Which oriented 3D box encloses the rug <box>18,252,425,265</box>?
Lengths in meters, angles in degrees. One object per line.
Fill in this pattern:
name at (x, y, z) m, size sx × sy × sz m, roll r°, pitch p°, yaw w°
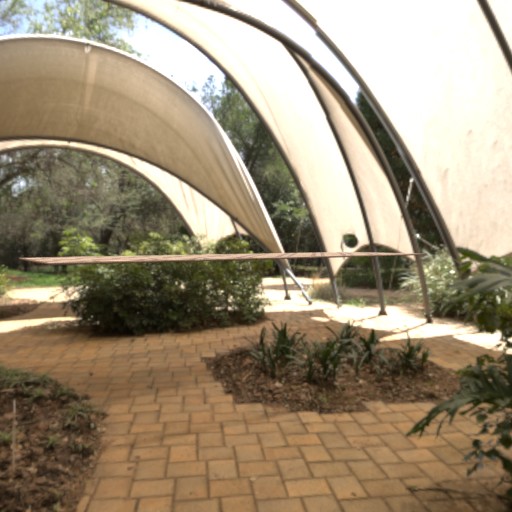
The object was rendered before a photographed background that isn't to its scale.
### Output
rug at (0.000, 0.000, 2.650) m, size 2.437 × 0.013 × 0.685 m, roll -1°, pitch 2°, yaw -36°
